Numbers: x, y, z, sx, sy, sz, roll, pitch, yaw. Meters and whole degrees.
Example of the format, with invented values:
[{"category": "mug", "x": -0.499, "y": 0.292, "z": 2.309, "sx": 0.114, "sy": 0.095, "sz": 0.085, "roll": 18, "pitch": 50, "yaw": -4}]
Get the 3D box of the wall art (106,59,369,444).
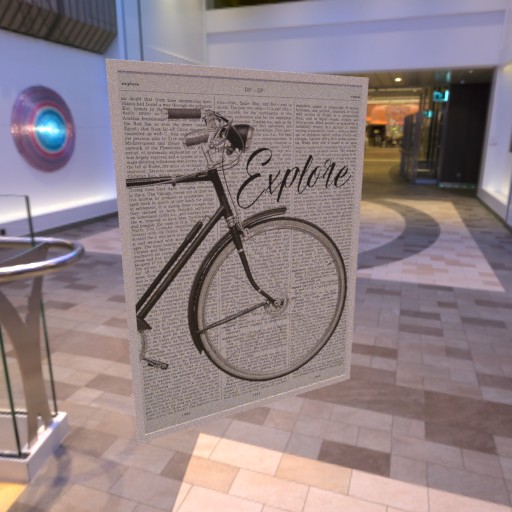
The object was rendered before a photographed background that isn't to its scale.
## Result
[{"category": "wall art", "x": 0.000, "y": 0.000, "z": 0.781, "sx": 0.457, "sy": 0.610, "sz": 0.003, "roll": -8, "pitch": 17, "yaw": -26}]
